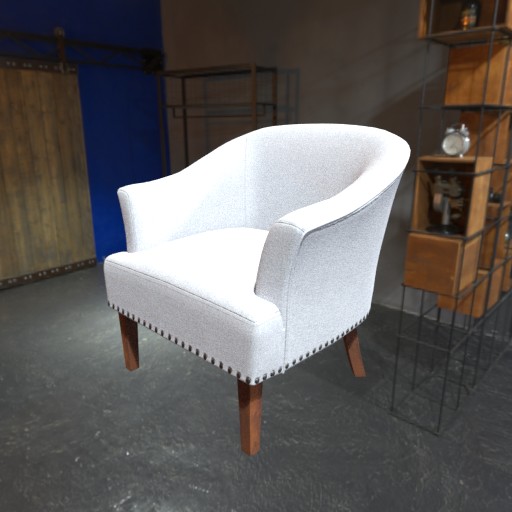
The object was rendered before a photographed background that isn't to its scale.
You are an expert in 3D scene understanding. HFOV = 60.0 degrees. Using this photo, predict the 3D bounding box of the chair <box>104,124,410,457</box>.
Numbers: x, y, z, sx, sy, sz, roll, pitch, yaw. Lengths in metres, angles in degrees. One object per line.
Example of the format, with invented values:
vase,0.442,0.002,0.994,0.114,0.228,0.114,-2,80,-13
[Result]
chair,0.000,0.000,1.419,0.798,0.815,0.704,15,22,42
